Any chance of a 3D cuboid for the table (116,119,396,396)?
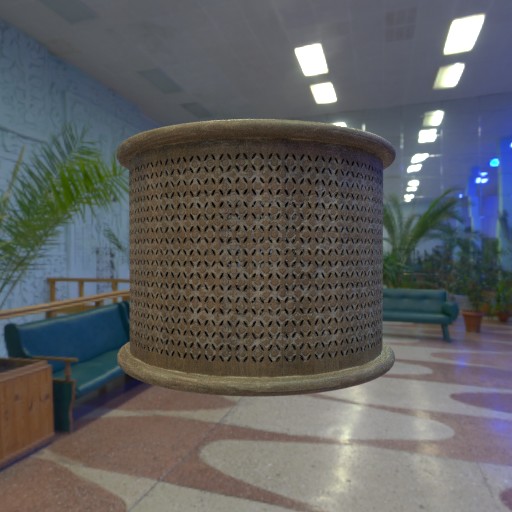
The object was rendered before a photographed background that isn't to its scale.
[{"bbox_3d":[0.000,0.000,1.011,0.607,0.450,0.607,0,1,0],"label":"table"}]
